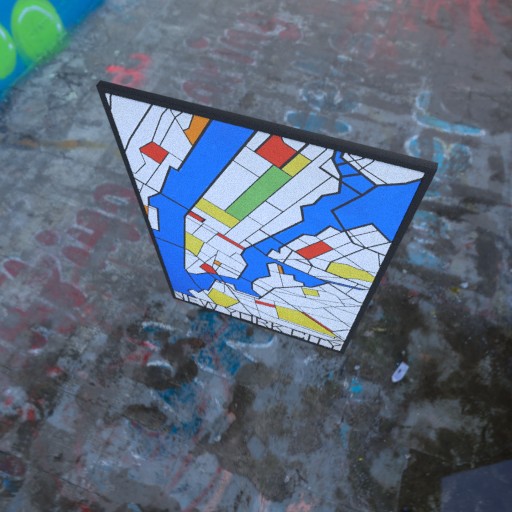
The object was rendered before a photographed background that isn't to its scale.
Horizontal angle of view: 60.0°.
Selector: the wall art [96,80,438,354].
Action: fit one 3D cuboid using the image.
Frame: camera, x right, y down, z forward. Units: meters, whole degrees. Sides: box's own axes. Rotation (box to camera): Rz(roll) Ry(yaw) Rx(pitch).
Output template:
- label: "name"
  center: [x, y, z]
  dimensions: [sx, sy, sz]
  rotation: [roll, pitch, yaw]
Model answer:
- label: "wall art"
  center: [0.000, 0.000, 0.850]
  dimensions: [0.460, 0.660, 0.013]
  rotation: [17, 60, 10]
